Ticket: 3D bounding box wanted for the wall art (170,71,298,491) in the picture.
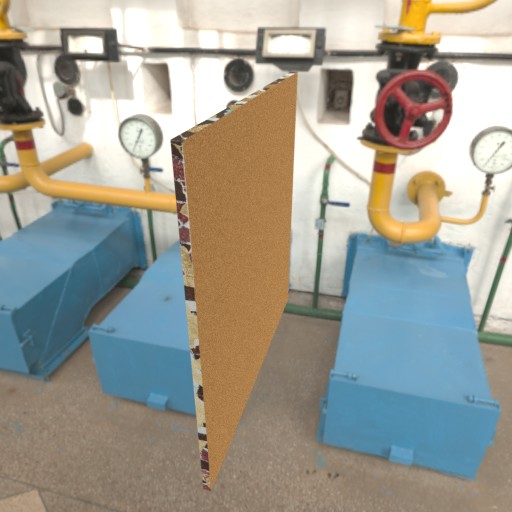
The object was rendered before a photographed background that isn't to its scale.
[{"bbox_3d":[0.000,0.000,0.584,0.010,0.406,0.404,8,30,14],"label":"wall art"}]
